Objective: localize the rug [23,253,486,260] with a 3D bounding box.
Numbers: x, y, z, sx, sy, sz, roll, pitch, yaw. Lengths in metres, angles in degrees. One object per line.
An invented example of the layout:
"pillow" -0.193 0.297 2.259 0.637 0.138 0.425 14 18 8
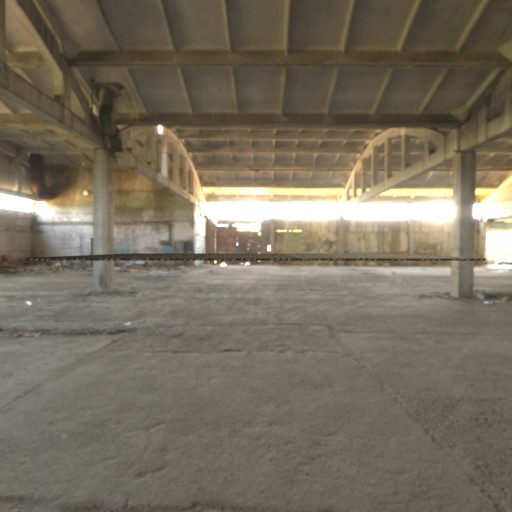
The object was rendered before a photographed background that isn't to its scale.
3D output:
"rug" 0.000 0.000 3.898 2.902 0.017 2.306 0 1 1
